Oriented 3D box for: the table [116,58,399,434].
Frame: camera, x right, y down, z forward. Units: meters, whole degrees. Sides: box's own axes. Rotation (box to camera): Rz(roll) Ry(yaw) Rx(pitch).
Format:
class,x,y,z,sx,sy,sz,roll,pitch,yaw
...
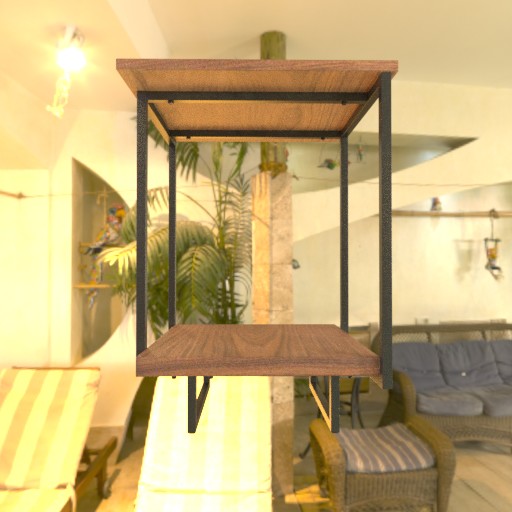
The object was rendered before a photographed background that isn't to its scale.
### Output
class,x,y,z,sx,sy,sz,roll,pitch,yaw
table,0.000,0.000,0.831,0.411,0.567,0.384,0,-1,-1
